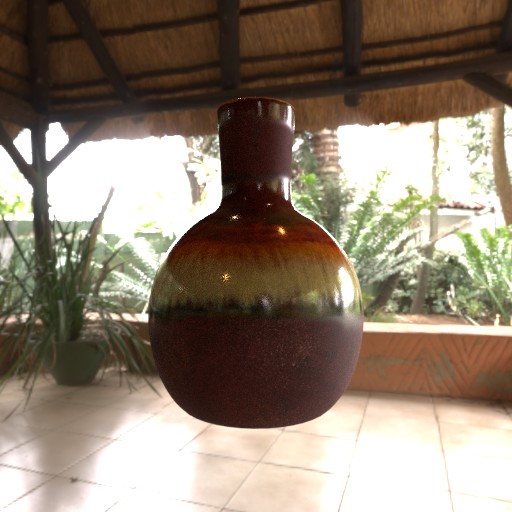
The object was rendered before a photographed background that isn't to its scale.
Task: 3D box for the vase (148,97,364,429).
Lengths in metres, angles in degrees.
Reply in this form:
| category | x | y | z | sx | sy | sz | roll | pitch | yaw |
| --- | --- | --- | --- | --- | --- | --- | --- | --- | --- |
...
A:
| category | x | y | z | sx | sy | sz | roll | pitch | yaw |
| --- | --- | --- | --- | --- | --- | --- | --- | --- | --- |
| vase | 0.000 | 0.000 | 0.234 | 0.111 | 0.154 | 0.111 | 0 | 0 | 0 |
